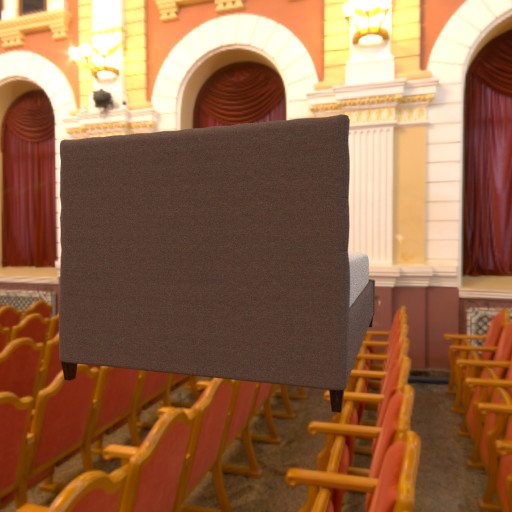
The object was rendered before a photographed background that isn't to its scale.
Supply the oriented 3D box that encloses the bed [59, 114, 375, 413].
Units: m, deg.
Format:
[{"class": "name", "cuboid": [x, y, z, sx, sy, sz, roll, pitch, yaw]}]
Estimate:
[{"class": "bed", "cuboid": [0.000, 0.000, 3.467, 1.698, 1.427, 2.387, 1, 2, 18]}]
